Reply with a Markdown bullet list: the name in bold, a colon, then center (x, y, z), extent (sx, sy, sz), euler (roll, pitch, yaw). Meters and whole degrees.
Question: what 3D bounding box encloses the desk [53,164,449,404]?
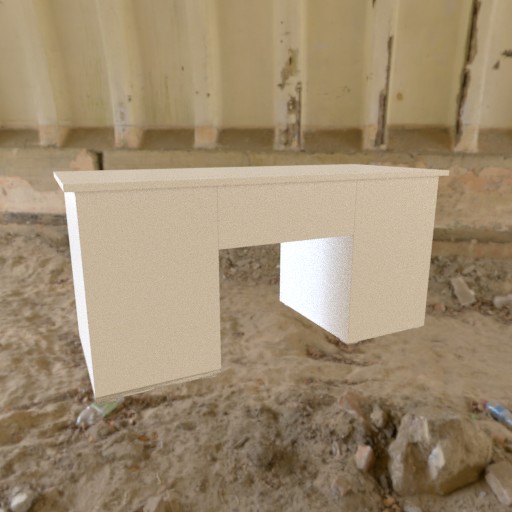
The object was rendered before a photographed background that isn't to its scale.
- **desk**: center (0.000, 0.000, 2.013), extent (1.580, 0.760, 0.670), euler (-7, 16, -25)
